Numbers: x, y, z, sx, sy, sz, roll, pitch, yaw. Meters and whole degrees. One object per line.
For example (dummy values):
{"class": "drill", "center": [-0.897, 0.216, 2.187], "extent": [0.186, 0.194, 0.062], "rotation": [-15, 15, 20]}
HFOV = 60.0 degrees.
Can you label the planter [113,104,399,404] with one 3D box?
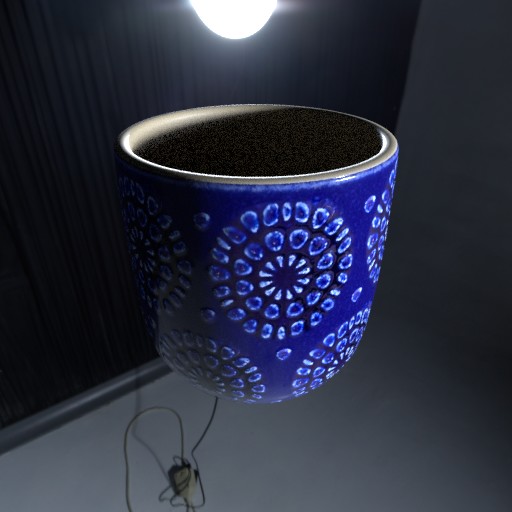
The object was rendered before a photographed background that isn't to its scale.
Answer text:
{"class": "planter", "center": [0.000, 0.000, 0.201], "extent": [0.109, 0.112, 0.109], "rotation": [0, 30, 0]}
